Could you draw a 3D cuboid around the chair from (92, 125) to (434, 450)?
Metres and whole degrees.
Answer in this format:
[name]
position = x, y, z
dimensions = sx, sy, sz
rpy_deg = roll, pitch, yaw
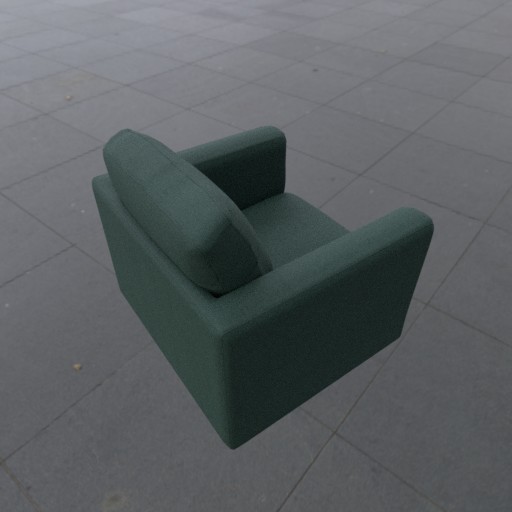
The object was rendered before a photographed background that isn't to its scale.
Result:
[chair]
position = 0.000, 0.000, 1.570
dimensions = 0.800, 0.927, 0.855
rpy_deg = -25, 47, -26
